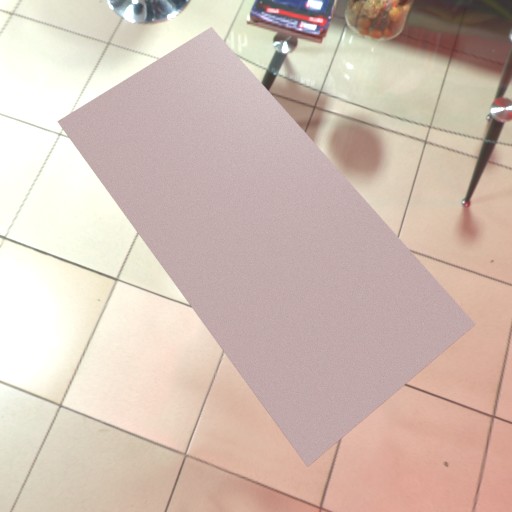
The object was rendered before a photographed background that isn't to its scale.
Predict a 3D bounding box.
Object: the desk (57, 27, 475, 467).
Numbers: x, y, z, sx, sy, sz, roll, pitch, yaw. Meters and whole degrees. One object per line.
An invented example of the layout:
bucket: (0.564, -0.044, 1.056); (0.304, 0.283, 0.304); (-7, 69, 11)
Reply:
desk: (0.000, 0.000, 1.482); (0.525, 0.780, 1.057); (-36, 77, -9)
